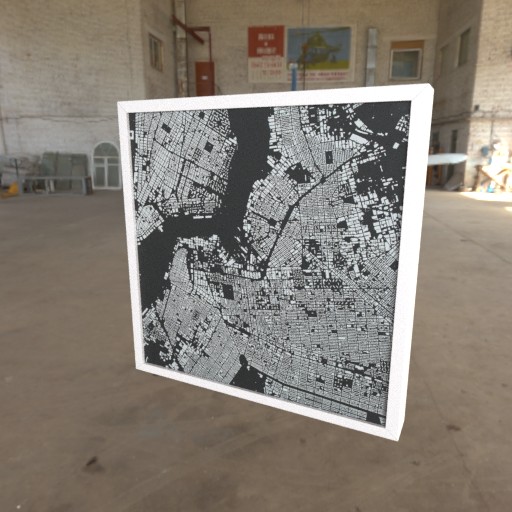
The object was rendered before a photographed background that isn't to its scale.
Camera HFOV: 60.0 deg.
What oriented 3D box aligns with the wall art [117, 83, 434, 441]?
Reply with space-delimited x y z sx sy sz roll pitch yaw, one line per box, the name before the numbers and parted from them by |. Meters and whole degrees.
wall art | 0.000 0.000 0.447 0.305 0.305 0.037 7 15 26
